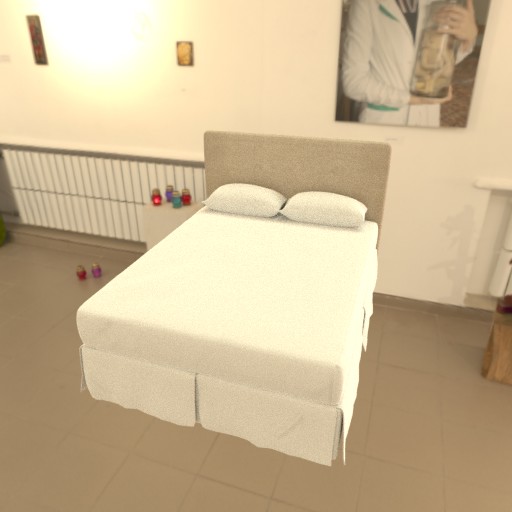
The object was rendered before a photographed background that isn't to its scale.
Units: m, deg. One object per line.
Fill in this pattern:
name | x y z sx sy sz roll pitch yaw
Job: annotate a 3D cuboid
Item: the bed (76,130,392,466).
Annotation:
bed | 0.000 0.000 3.225 1.713 1.330 2.162 9 28 17
